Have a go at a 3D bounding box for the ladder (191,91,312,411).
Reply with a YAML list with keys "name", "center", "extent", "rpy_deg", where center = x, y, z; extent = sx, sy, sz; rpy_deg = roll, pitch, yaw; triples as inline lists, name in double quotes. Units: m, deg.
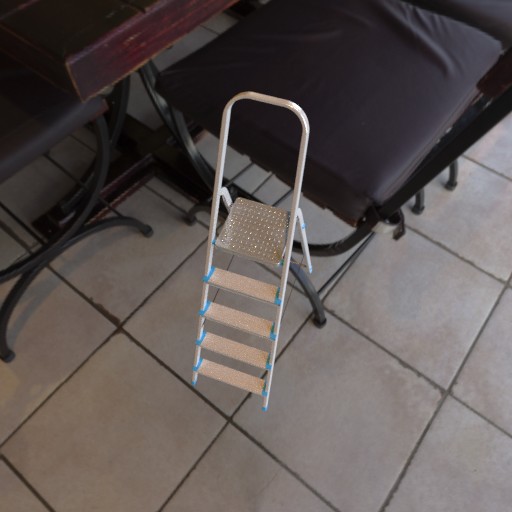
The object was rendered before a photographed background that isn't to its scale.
- name: "ladder"
  center: [0.000, 0.000, 2.111]
  extent: [0.468, 1.648, 0.990]
  rpy_deg: [17, 60, 10]
